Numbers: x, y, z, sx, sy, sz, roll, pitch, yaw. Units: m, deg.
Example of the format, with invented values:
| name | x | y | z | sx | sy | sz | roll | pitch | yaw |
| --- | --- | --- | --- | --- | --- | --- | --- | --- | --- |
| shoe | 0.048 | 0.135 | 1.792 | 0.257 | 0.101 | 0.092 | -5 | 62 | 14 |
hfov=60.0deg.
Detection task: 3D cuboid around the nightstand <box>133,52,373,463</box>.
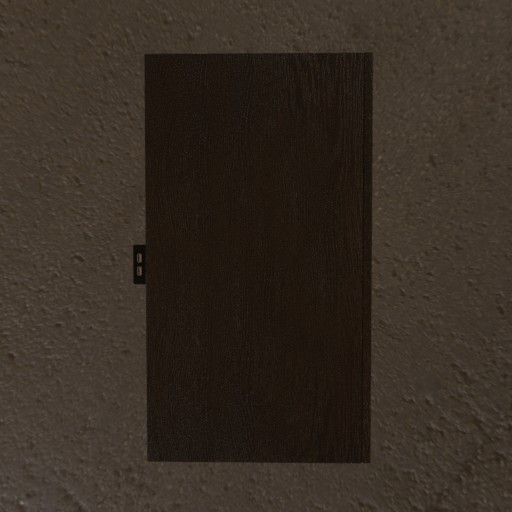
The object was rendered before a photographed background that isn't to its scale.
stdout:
| name | x | y | z | sx | sy | sz | roll | pitch | yaw |
| --- | --- | --- | --- | --- | --- | --- | --- | --- | --- |
| nightstand | 0.000 | 0.000 | 1.141 | 0.457 | 0.612 | 0.775 | 0 | 91 | 1 |
